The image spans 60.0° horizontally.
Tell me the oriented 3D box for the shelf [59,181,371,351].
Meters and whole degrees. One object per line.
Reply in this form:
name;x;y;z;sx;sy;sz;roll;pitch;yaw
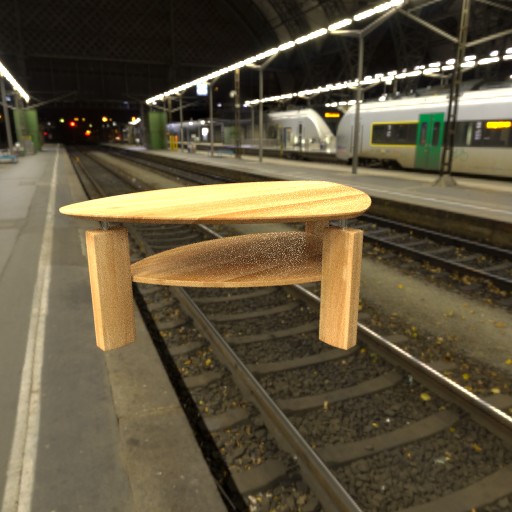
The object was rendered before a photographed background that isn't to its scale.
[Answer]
shelf;0.000;0.000;1.644;1.240;0.439;0.863;-14;21;-42
